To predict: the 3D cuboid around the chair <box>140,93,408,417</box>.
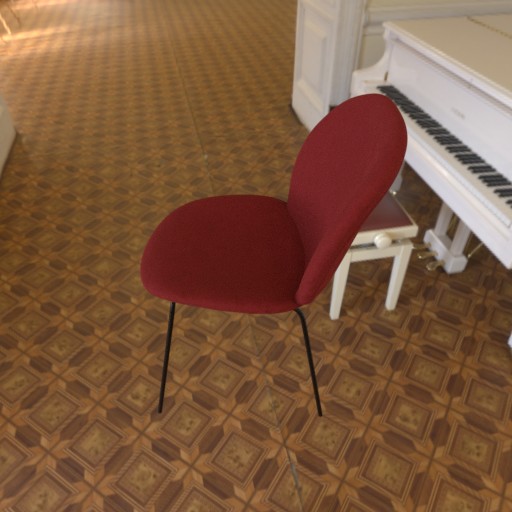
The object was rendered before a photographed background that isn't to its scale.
[{"bbox_3d":[0.000,0.000,1.150,0.587,0.791,0.458,0,41,0],"label":"chair"}]
